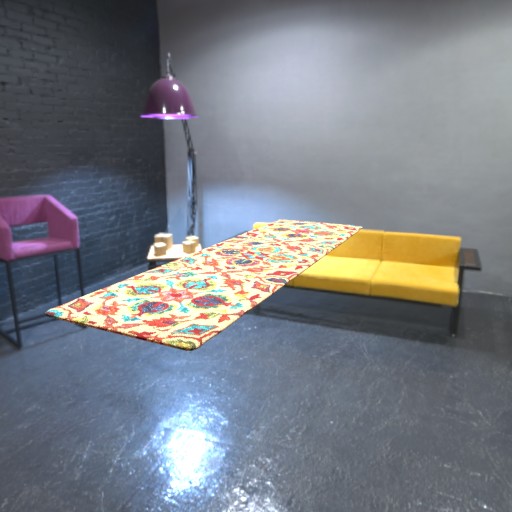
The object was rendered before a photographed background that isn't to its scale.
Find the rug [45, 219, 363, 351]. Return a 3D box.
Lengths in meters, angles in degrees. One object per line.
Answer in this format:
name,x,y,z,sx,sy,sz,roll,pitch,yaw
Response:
rug,0.000,0.000,2.515,0.693,0.016,2.273,7,16,25
